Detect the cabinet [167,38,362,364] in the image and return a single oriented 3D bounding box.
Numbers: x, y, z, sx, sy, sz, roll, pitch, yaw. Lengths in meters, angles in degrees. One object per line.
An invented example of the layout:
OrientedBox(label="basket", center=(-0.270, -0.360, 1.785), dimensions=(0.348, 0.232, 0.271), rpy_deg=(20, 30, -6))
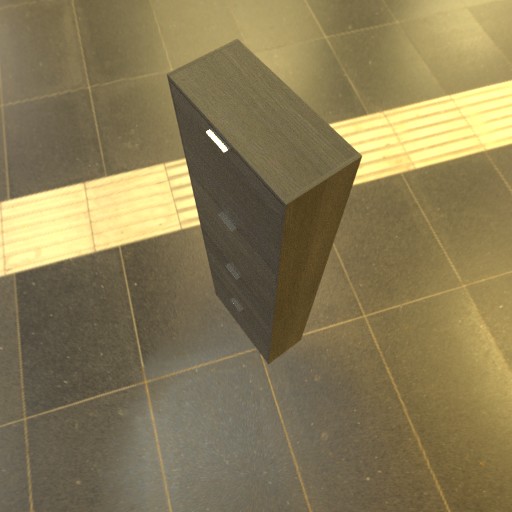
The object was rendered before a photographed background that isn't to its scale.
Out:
OrientedBox(label="cabinet", center=(0.000, 0.000, 1.860), dimensions=(0.255, 1.630, 0.520), rpy_deg=(-34, 68, -15))
